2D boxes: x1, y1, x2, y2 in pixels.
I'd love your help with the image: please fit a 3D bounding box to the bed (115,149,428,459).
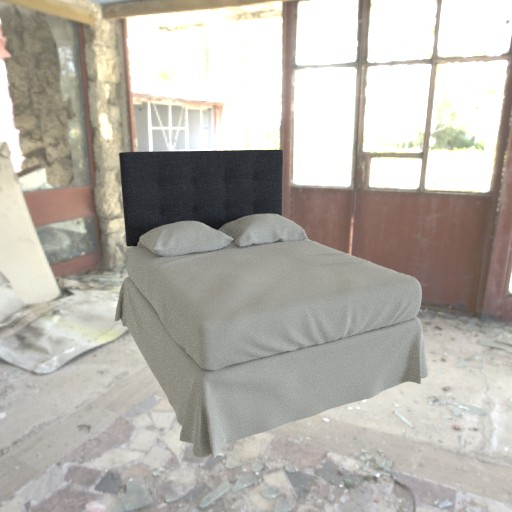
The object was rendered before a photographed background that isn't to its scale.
[{"bbox_3d":[0.000,0.000,3.535,1.936,1.577,2.222,-8,17,-26],"label":"bed"}]
